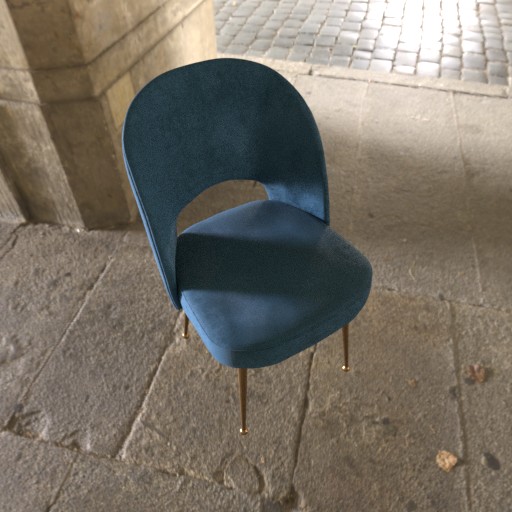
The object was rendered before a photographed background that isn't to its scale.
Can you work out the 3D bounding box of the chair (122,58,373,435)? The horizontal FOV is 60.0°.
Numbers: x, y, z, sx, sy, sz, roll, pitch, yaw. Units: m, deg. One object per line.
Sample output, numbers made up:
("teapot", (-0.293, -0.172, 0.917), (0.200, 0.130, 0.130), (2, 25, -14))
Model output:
("chair", (0.000, 0.000, 1.226), (0.527, 0.860, 0.577), (-24, 51, -21))
